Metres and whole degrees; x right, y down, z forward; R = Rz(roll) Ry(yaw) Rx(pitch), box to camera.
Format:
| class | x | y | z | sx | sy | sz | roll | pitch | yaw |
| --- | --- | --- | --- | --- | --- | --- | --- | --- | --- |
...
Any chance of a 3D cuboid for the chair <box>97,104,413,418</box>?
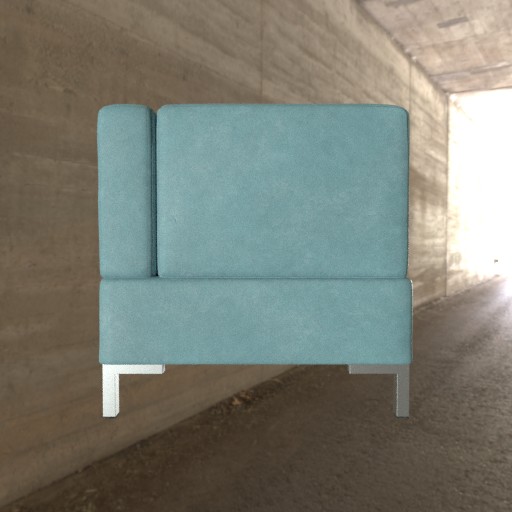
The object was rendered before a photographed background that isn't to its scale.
| class | x | y | z | sx | sy | sz | roll | pitch | yaw |
| --- | --- | --- | --- | --- | --- | --- | --- | --- | --- |
| chair | 0.000 | 0.000 | 1.237 | 0.680 | 0.660 | 0.680 | 0 | 2 | 0 |
